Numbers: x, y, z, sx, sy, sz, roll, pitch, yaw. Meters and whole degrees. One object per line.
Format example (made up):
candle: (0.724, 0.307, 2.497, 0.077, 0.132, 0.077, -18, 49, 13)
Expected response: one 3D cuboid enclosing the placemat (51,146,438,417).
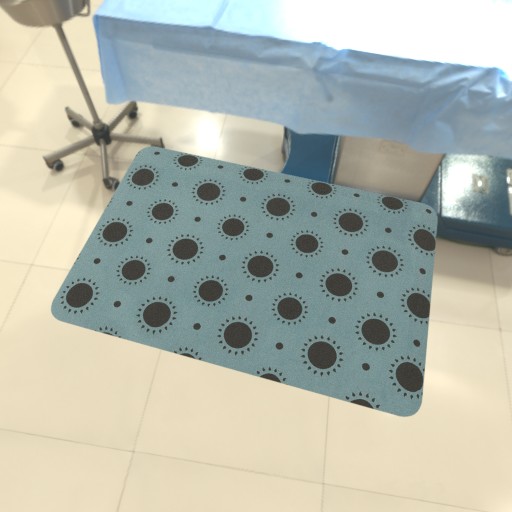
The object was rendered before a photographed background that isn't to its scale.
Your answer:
placemat: (0.000, 0.000, 0.977, 0.762, 0.021, 0.508, 14, 60, 8)
